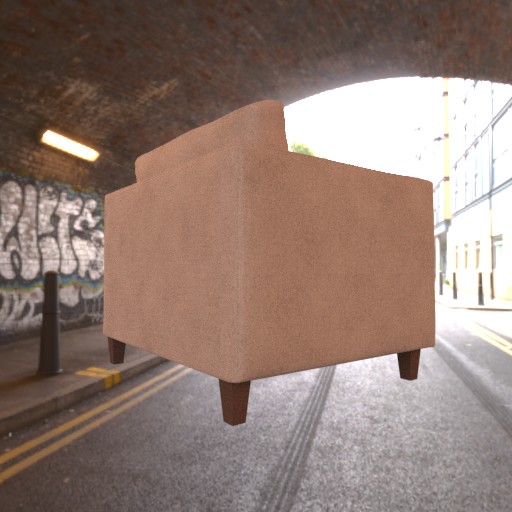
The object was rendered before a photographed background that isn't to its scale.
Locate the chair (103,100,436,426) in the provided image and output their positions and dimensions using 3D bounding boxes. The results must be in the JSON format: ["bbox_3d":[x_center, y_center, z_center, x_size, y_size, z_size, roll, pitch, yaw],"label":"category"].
[{"bbox_3d":[0.000,0.000,1.865,0.959,0.961,1.133,1,-2,-37],"label":"chair"}]
